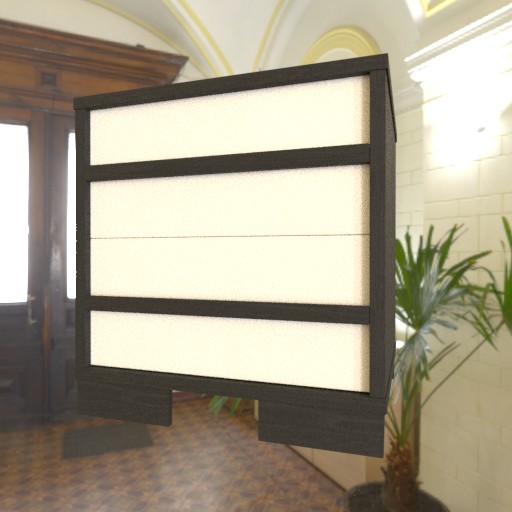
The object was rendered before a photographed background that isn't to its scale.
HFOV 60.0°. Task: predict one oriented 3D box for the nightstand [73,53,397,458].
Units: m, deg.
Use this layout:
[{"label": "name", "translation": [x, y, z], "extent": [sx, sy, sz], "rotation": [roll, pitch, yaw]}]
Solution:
[{"label": "nightstand", "translation": [0.000, 0.000, 0.720], "extent": [0.427, 0.448, 0.347], "rotation": [0, 0, 19]}]
